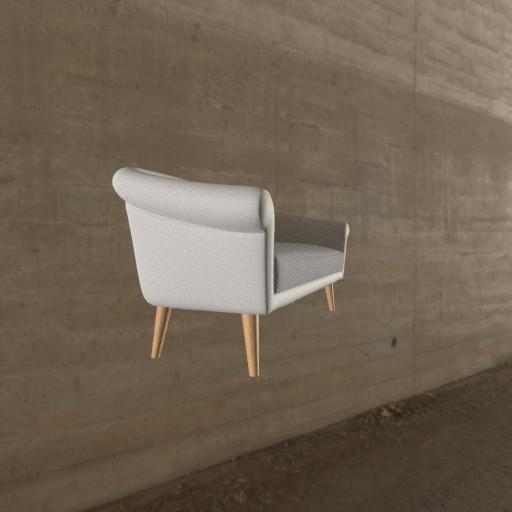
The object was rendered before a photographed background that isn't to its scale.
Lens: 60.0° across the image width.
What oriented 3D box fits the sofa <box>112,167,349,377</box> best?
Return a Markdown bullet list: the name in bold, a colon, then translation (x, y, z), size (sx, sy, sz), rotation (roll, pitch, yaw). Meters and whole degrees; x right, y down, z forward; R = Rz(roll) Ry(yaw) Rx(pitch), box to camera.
- **sofa**: translation (0.000, 0.000, 2.524), size (0.827, 0.795, 2.160), rotation (0, 1, 19)
